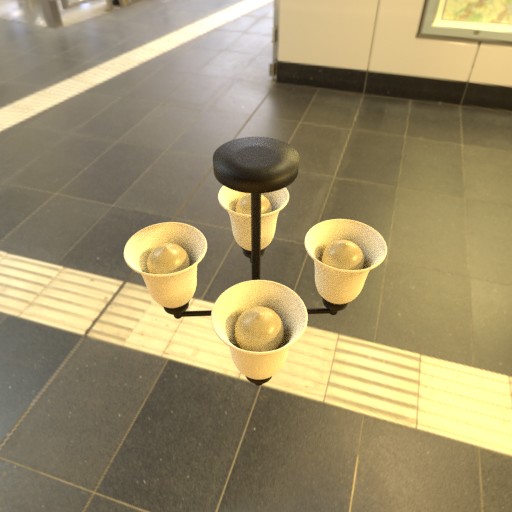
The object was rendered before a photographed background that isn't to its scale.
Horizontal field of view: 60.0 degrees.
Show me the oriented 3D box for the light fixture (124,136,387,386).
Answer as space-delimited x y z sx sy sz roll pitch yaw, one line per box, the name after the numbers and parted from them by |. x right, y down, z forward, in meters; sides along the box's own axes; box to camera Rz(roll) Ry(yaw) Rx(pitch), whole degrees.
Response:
0.000 0.000 1.848 1.069 0.925 1.069 -1 42 -1 | light fixture
